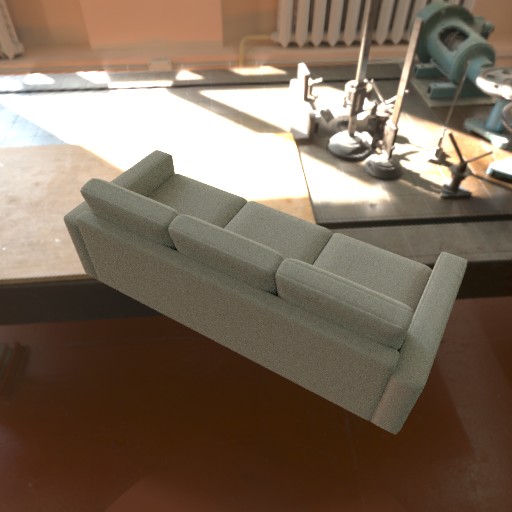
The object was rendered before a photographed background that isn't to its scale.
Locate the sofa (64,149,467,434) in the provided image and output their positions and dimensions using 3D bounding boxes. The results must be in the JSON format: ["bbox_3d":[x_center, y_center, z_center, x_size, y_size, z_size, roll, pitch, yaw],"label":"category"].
[{"bbox_3d":[0.000,0.000,2.614,2.160,0.800,0.900,23,50,21],"label":"sofa"}]
